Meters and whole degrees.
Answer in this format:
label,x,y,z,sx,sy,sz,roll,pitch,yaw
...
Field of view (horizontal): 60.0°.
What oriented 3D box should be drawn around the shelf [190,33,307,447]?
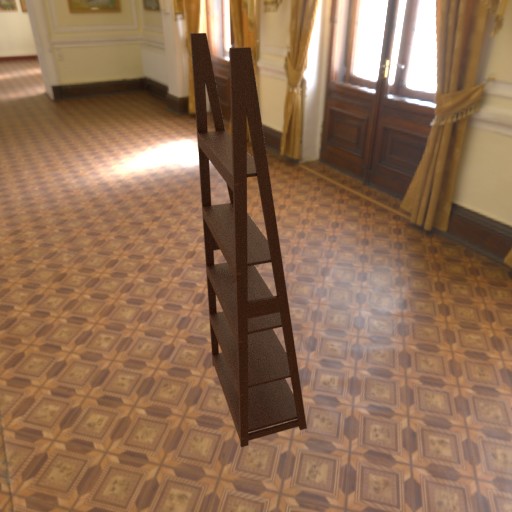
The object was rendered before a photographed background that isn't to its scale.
label,x,y,z,sx,sy,sz,roll,pitch,yaw
shelf,0.000,0.000,2.001,0.350,1.770,0.600,-10,32,-16
